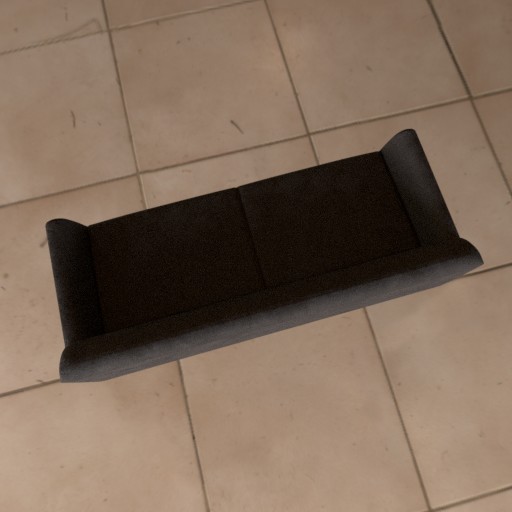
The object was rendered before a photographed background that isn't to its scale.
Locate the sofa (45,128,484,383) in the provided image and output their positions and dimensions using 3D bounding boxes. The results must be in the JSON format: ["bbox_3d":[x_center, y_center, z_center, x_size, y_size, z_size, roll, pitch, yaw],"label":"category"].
[{"bbox_3d":[0.000,0.000,2.622,2.190,0.740,0.900,-15,75,-4],"label":"sofa"}]
